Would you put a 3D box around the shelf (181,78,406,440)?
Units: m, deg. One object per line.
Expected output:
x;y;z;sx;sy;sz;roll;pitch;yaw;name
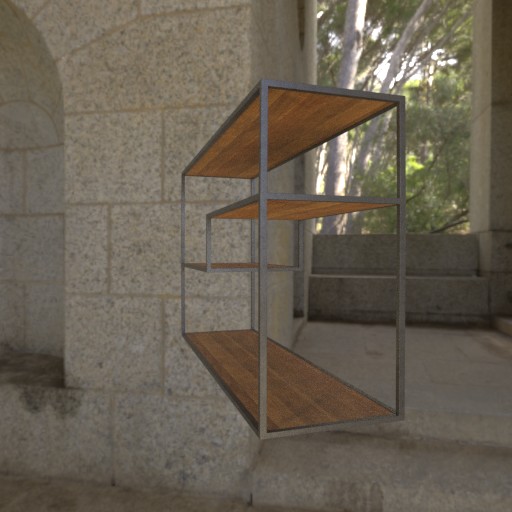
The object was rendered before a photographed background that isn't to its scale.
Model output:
0.000;0.000;1.563;0.361;0.765;1.201;0;1;-18;shelf
